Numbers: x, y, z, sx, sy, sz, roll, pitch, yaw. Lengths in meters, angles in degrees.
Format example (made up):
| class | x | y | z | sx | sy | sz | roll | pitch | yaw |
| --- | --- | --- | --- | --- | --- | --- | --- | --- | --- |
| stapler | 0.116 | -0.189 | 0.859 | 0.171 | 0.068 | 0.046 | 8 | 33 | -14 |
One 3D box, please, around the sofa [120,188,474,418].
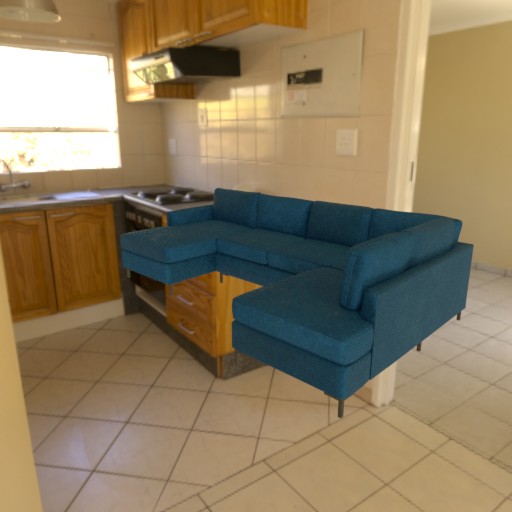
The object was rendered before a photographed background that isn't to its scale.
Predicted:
| class | x | y | z | sx | sy | sz | roll | pitch | yaw |
| --- | --- | --- | --- | --- | --- | --- | --- | --- | --- |
| sofa | 0.000 | 0.000 | 4.391 | 3.434 | 0.992 | 2.055 | 15 | 21 | 42 |
